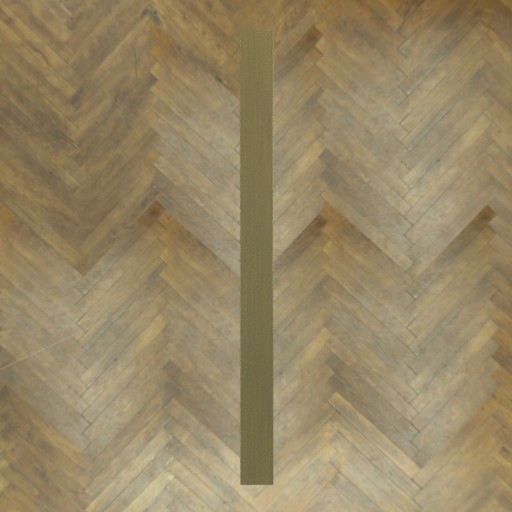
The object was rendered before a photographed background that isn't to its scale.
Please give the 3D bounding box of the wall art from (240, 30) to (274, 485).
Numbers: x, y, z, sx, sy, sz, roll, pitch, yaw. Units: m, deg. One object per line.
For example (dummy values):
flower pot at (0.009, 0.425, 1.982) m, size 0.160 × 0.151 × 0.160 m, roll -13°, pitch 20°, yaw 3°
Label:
wall art at (0.000, 0.000, 0.744) m, size 0.037 × 0.505 × 0.505 m, roll 0°, pitch 91°, yaw 0°
